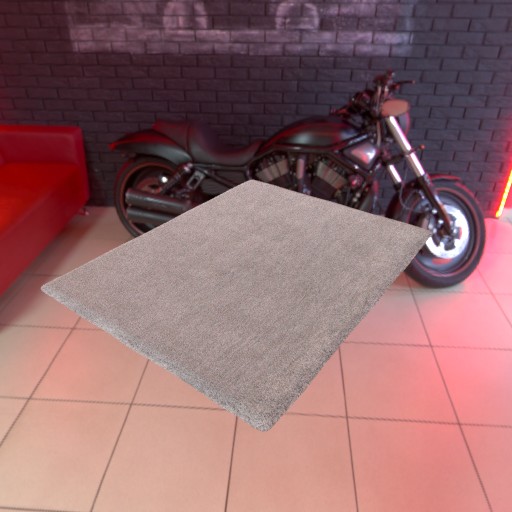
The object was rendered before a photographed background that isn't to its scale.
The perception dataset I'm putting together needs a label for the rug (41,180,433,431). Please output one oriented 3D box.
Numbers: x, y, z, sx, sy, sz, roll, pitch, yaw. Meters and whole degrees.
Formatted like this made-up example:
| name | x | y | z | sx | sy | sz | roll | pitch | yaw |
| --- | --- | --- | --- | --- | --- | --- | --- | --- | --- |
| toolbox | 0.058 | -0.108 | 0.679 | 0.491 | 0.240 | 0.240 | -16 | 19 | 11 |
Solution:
| name | x | y | z | sx | sy | sz | roll | pitch | yaw |
| --- | --- | --- | --- | --- | --- | --- | --- | --- | --- |
| rug | 0.000 | 0.000 | 4.052 | 2.332 | 0.027 | 2.933 | 22 | 38 | 30 |
